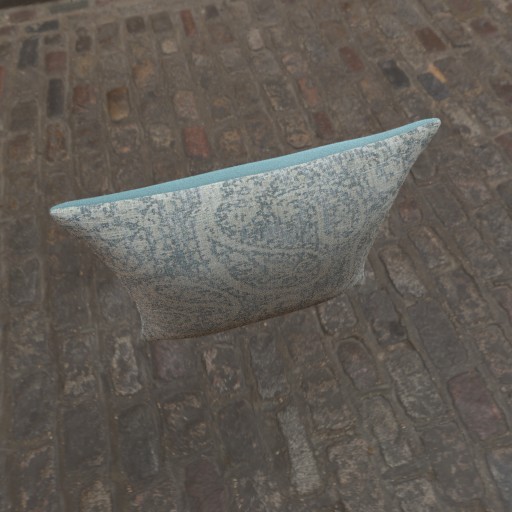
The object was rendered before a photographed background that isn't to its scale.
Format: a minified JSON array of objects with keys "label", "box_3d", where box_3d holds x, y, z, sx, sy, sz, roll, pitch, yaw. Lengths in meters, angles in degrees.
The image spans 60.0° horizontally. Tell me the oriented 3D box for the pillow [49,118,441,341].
[{"label":"pillow","box_3d":[0.000,0.000,0.790,0.526,0.507,0.166,-15,64,-7]}]
